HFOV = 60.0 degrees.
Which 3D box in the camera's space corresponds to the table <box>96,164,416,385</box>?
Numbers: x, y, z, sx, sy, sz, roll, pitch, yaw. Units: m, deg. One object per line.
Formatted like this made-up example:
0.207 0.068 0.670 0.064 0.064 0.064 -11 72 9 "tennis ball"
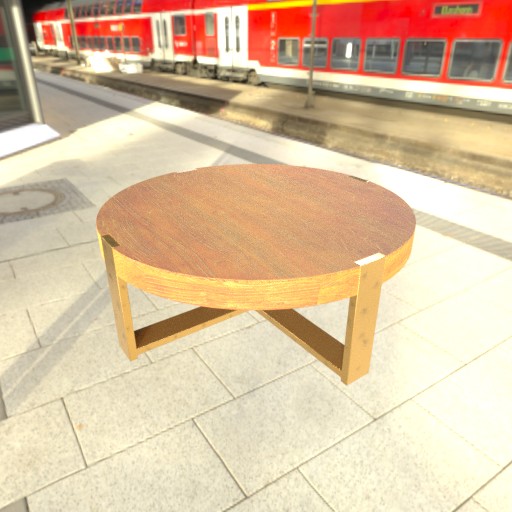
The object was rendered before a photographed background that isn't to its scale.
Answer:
0.000 0.000 1.700 1.100 0.420 1.100 0 27 0 "table"
